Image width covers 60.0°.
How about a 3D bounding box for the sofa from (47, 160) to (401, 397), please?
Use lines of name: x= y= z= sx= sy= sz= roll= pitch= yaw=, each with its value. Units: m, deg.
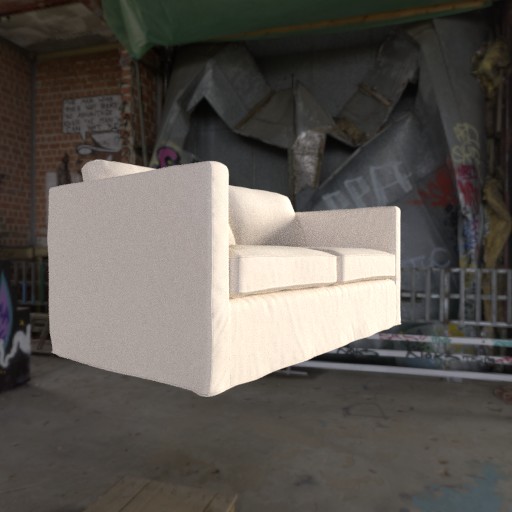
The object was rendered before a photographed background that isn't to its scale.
sofa: x=0.000 y=0.000 z=2.292 sx=0.962 sy=0.834 sz=1.746 roll=0 pitch=0 yaw=37
